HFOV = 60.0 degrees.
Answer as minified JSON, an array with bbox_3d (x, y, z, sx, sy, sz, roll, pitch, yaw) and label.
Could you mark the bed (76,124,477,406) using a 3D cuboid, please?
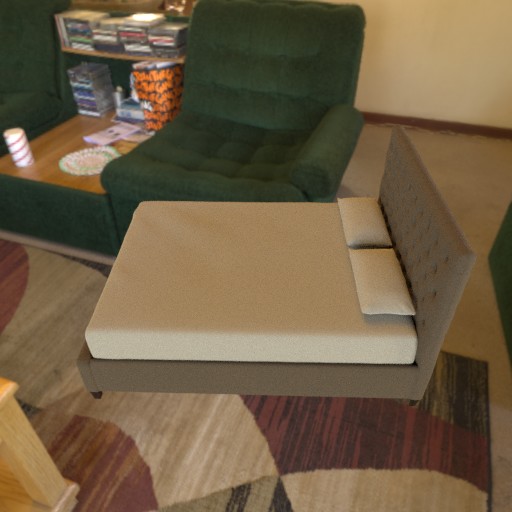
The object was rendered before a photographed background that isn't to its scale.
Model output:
[{"bbox_3d":[0.000,0.000,3.402,2.387,1.427,1.698,1,39,1],"label":"bed"}]
